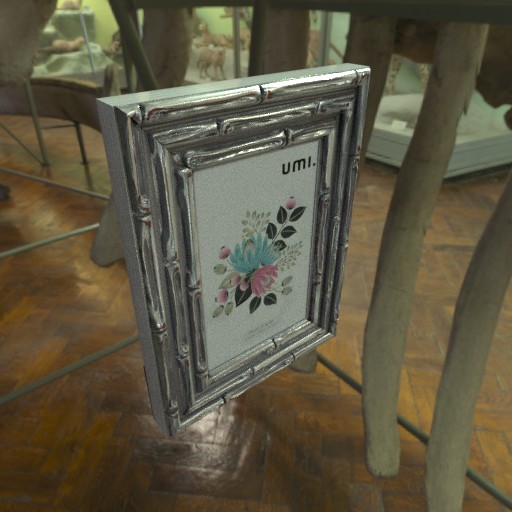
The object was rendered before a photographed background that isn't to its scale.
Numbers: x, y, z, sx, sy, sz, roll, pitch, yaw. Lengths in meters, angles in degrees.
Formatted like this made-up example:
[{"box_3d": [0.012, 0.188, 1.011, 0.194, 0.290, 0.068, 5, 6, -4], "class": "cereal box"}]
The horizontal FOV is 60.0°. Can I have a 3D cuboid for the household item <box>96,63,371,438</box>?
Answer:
[{"box_3d": [0.000, 0.000, 0.289, 0.165, 0.216, 0.025, -23, 38, -32], "class": "household item"}]
